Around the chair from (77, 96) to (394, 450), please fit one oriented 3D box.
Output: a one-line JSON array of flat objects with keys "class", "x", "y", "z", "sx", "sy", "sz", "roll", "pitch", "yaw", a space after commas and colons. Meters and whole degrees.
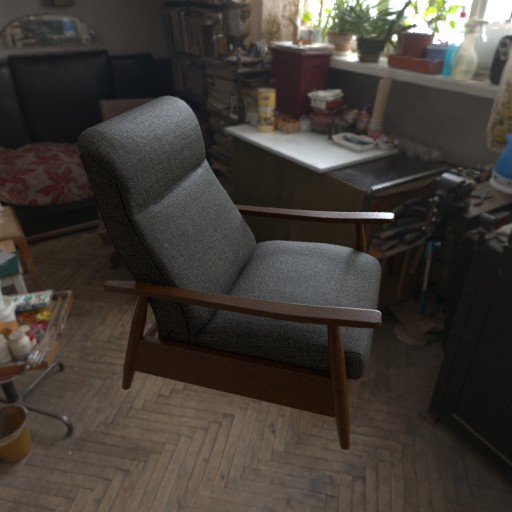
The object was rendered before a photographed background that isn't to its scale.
[{"class": "chair", "x": 0.000, "y": 0.000, "z": 1.778, "sx": 1.014, "sy": 1.082, "sz": 0.762, "roll": 10, "pitch": 33, "yaw": 15}]
